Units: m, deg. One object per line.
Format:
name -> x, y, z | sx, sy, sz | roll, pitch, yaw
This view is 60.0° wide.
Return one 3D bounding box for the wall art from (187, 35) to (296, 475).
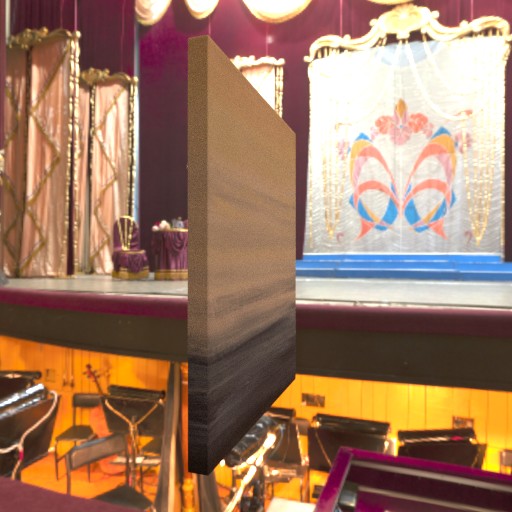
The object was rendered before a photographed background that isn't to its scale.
wall art -> 0.000, 0.000, 1.003 | 0.041, 0.710, 0.608 | 0, 0, 19
